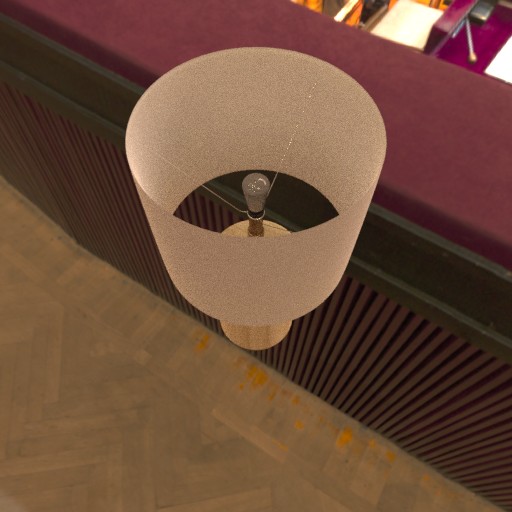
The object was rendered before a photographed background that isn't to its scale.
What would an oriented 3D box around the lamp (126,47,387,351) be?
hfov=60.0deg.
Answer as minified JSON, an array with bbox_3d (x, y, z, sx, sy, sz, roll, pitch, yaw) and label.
[{"bbox_3d":[0.000,0.000,0.579,0.228,0.444,0.228,31,64,16],"label":"lamp"}]
